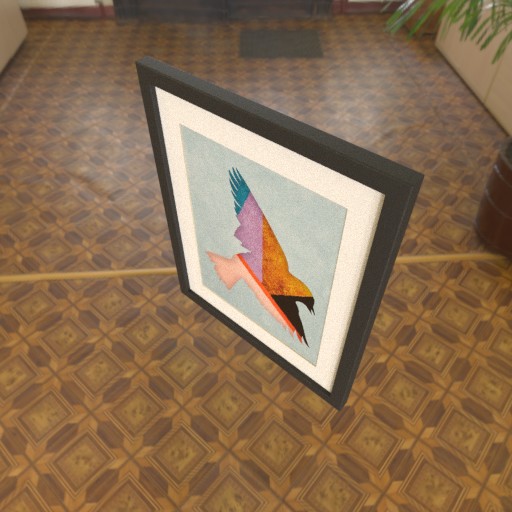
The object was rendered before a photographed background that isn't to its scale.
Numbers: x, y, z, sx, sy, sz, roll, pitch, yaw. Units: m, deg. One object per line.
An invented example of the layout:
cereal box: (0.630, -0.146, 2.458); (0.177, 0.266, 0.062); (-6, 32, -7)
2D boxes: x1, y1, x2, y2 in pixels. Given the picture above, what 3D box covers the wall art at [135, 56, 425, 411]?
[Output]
wall art: (0.000, 0.000, 0.774); (0.457, 0.558, 0.028); (32, 55, 26)
